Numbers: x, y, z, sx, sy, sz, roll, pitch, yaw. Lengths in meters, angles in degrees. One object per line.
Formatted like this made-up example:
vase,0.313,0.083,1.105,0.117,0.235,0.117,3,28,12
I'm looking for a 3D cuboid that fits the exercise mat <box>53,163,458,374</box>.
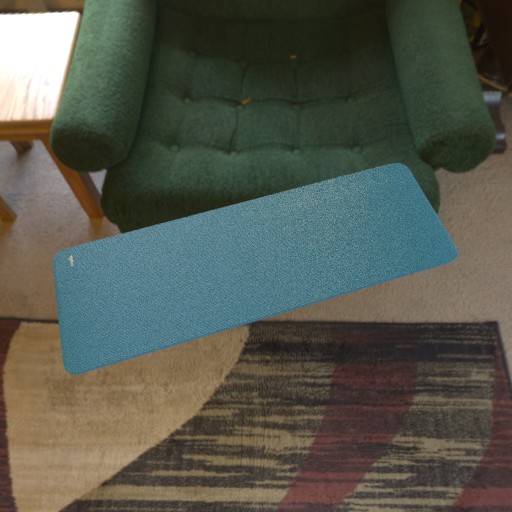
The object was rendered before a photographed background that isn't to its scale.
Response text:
exercise mat,0.000,0.000,2.118,1.869,0.021,0.616,-16,64,-8
